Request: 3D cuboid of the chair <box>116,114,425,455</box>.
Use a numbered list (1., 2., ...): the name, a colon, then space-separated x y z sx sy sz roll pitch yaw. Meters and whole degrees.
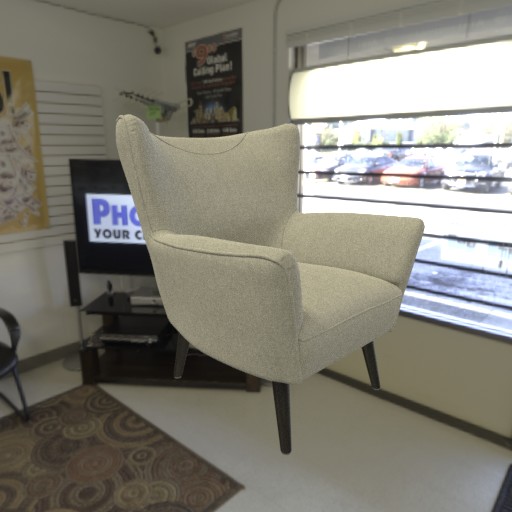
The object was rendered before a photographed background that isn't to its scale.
1. chair: 0.000 0.000 1.556 0.781 0.933 0.888 -13 19 -43
